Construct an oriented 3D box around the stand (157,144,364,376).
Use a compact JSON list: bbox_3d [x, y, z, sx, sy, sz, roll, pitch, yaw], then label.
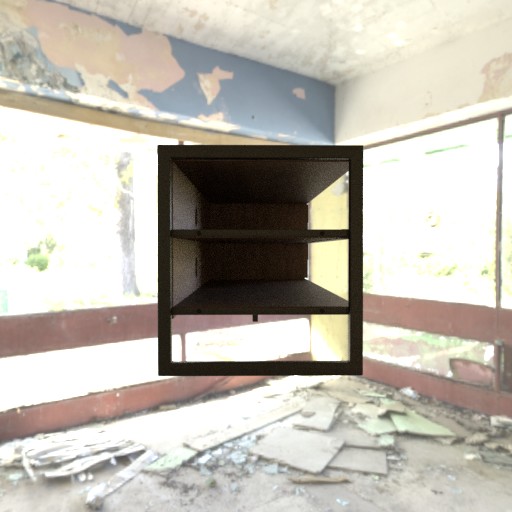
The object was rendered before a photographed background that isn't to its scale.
[{"bbox_3d":[0.000,0.000,1.709,0.454,0.506,1.480,0,1,-1],"label":"stand"}]
